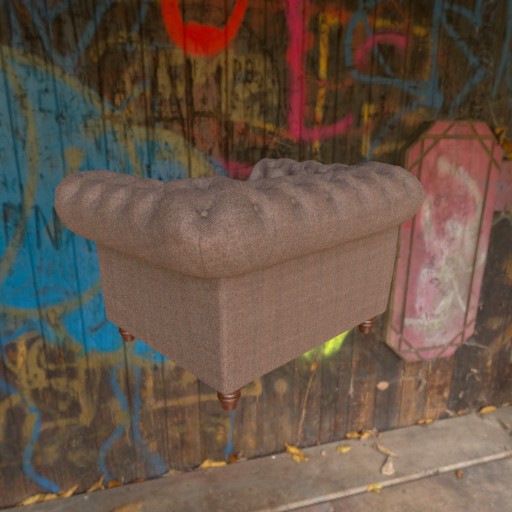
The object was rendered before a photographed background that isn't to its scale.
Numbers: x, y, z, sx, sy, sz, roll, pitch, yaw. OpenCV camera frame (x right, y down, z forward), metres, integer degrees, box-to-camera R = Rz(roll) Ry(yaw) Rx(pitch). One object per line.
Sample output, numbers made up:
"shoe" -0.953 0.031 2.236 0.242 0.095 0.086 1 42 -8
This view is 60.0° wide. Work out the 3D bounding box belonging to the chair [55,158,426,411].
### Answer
"chair" 0.000 0.000 1.887 1.298 0.780 0.945 -15 22 -42
